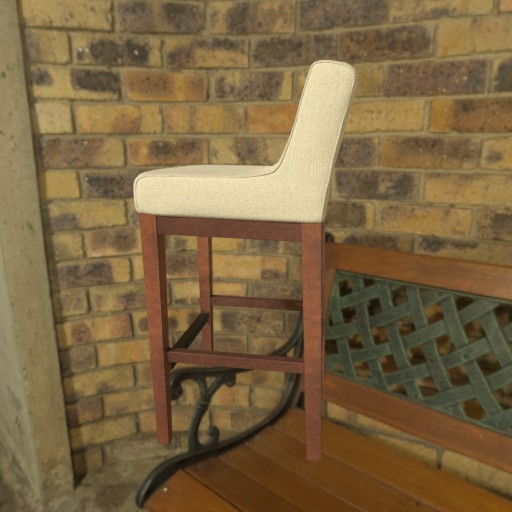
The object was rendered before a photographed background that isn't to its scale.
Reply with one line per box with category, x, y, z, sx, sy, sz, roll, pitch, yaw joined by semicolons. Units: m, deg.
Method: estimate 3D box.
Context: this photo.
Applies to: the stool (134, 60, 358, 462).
stool;0.000;0.000;1.246;0.500;0.937;0.511;2;14;9
